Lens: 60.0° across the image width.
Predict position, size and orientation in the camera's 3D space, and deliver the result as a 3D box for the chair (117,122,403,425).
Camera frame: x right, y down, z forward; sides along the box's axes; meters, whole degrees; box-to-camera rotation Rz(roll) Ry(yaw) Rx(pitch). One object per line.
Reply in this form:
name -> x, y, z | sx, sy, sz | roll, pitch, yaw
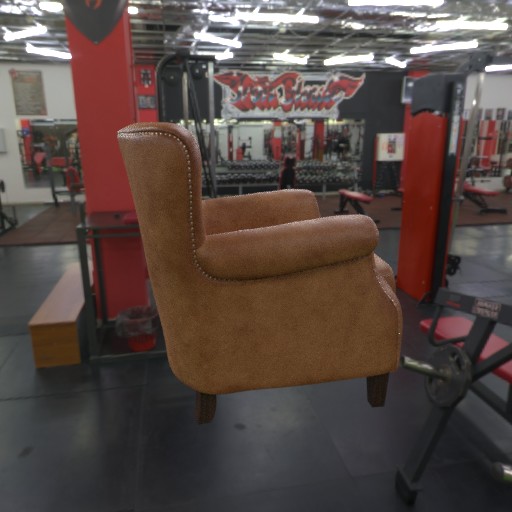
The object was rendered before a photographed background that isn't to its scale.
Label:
chair -> 0.000, 0.000, 1.647 | 0.921, 0.936, 0.861 | -2, 15, -8
